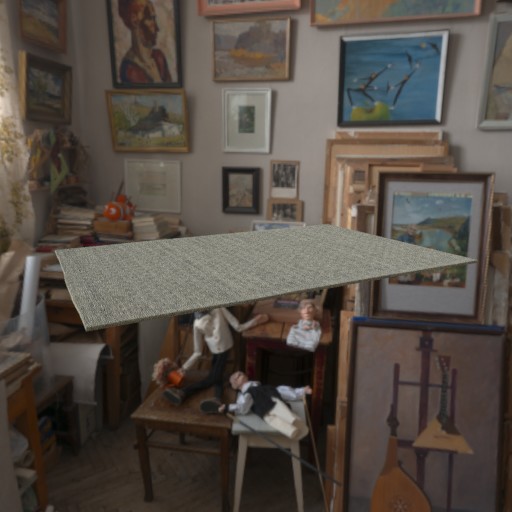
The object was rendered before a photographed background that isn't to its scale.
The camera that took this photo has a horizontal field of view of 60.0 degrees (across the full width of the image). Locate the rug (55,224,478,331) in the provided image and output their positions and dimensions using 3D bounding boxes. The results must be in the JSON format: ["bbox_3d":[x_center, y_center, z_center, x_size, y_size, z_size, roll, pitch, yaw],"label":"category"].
[{"bbox_3d":[0.000,0.000,2.874,2.297,0.018,1.532,-7,15,-27],"label":"rug"}]
